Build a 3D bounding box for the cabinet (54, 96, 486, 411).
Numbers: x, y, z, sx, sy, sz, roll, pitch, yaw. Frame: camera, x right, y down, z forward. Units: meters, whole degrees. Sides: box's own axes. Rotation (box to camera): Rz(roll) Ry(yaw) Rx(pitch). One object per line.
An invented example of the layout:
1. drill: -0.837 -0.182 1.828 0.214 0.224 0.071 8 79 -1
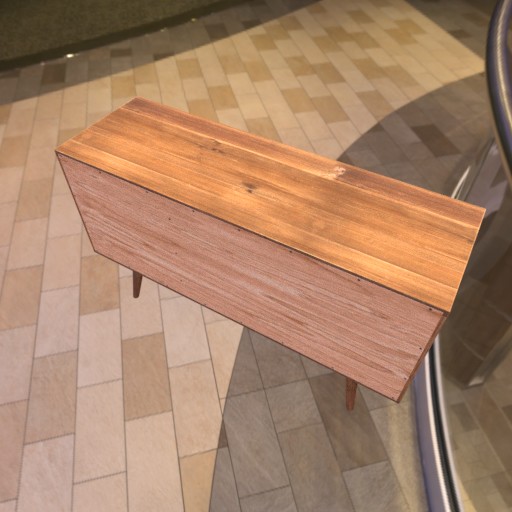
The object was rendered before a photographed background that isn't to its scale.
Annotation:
1. cabinet: 0.000 0.000 1.778 1.400 0.800 0.472 23 52 20
